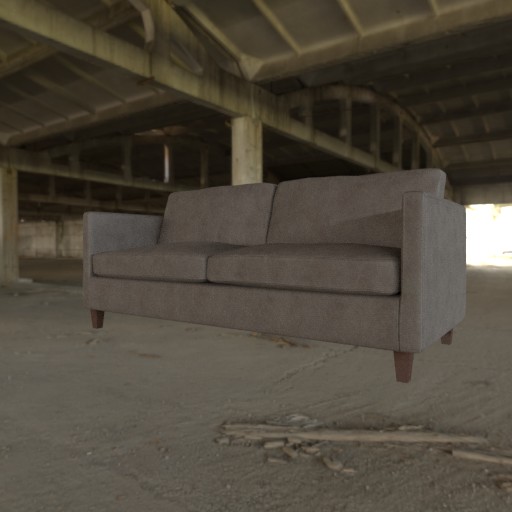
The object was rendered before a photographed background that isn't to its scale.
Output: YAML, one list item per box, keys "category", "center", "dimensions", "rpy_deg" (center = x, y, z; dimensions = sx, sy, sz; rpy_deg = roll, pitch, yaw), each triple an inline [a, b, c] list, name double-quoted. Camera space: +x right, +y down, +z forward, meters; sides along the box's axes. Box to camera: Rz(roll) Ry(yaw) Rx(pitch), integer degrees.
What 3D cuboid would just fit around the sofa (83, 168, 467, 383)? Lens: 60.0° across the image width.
- category: "sofa"
  center: [0.000, 0.000, 2.689]
  dimensions: [2.208, 0.965, 0.951]
  rpy_deg: [1, 2, 34]
